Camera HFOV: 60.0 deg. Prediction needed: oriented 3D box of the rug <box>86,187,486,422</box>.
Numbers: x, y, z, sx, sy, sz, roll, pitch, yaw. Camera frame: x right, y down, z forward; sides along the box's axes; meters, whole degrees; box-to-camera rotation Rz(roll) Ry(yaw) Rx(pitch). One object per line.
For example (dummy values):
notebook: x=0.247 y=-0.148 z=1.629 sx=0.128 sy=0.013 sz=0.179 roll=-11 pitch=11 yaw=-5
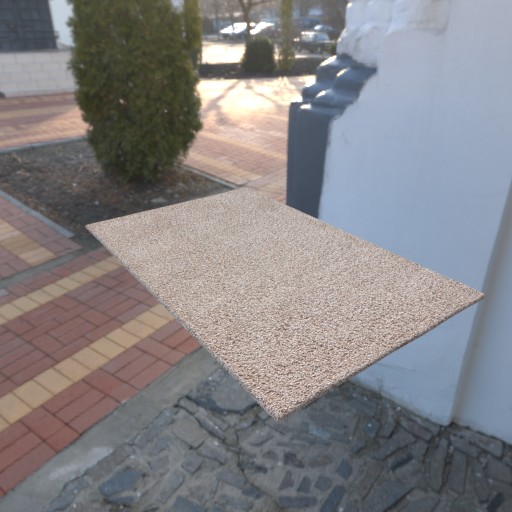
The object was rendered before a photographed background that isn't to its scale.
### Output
rug: x=0.000 y=0.000 z=3.446 sx=1.778 sy=0.030 sz=2.743 roll=-19 pitch=33 yaw=-32
